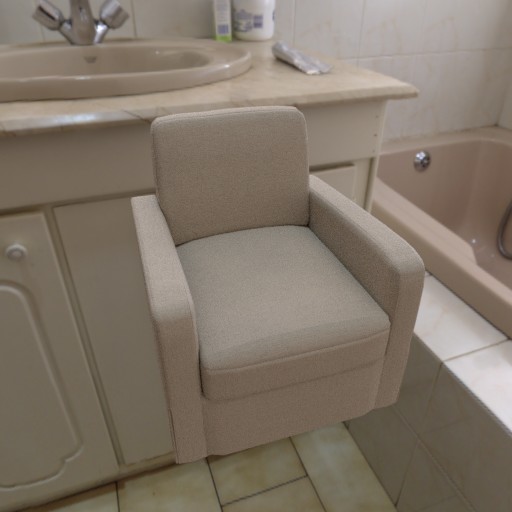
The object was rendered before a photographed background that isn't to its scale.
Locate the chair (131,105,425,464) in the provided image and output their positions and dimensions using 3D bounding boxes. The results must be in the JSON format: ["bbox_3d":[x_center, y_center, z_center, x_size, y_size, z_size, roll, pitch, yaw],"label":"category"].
[{"bbox_3d":[0.000,0.000,1.506,0.755,0.827,0.888,-10,34,-15],"label":"chair"}]
